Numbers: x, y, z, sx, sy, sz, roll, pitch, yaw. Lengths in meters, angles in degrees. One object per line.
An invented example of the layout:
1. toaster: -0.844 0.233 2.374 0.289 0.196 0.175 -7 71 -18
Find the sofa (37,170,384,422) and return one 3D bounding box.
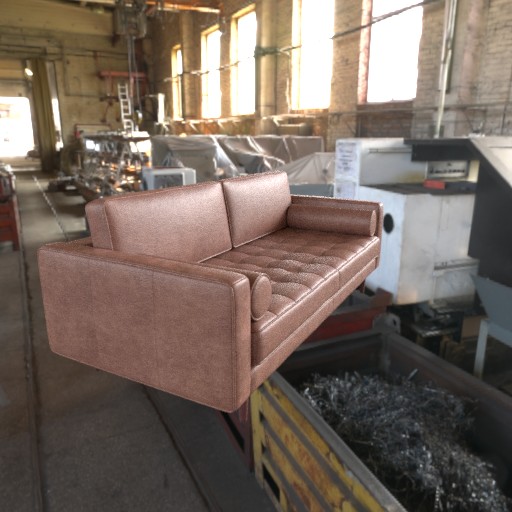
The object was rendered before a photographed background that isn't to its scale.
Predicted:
1. sofa: 0.000 0.000 2.302 0.910 0.760 1.870 8 17 28
